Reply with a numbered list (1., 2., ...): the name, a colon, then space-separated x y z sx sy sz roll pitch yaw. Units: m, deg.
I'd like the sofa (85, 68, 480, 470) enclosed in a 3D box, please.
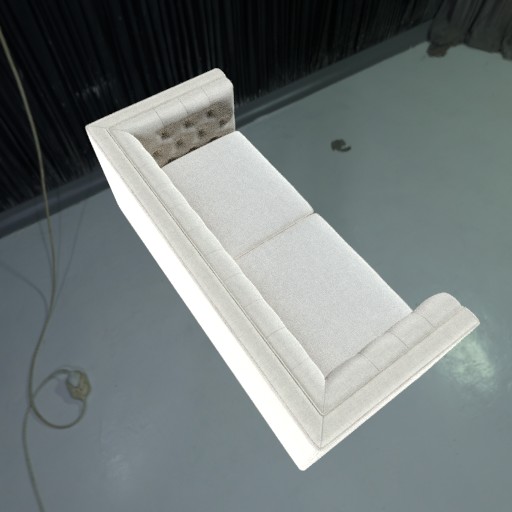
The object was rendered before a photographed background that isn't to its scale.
1. sofa: 0.000 0.000 2.194 0.775 0.762 1.778 -31 64 -17
